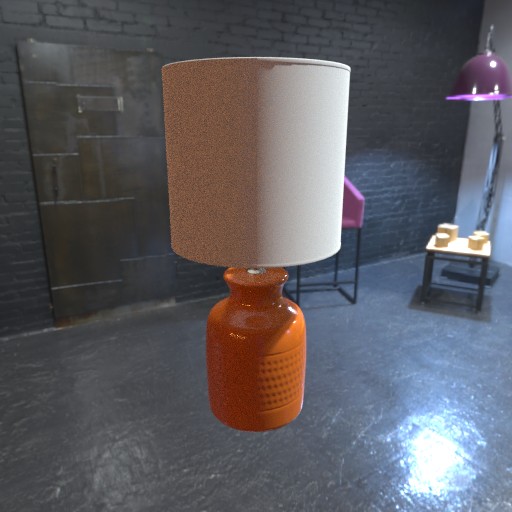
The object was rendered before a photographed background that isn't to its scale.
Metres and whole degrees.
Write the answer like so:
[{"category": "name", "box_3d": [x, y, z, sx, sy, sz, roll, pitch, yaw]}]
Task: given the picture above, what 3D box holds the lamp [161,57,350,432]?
[{"category": "lamp", "box_3d": [0.000, 0.000, 1.122, 0.418, 0.871, 0.418, -9, 19, -26]}]
